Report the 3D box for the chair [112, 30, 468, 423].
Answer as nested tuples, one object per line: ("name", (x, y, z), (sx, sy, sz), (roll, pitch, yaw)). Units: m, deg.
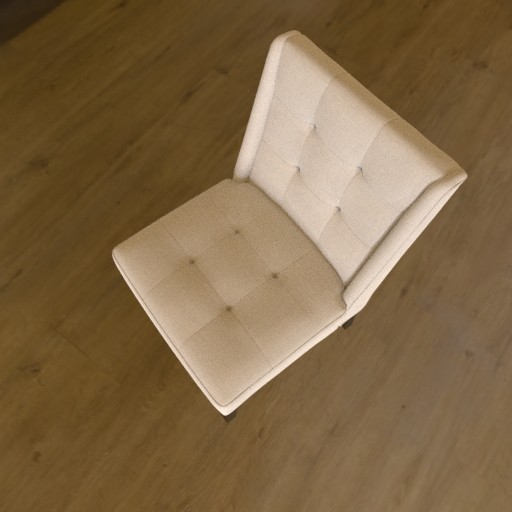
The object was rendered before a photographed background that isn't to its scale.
("chair", (0.000, 0.000, 1.270), (0.676, 0.853, 0.569), (-35, 69, -15))
